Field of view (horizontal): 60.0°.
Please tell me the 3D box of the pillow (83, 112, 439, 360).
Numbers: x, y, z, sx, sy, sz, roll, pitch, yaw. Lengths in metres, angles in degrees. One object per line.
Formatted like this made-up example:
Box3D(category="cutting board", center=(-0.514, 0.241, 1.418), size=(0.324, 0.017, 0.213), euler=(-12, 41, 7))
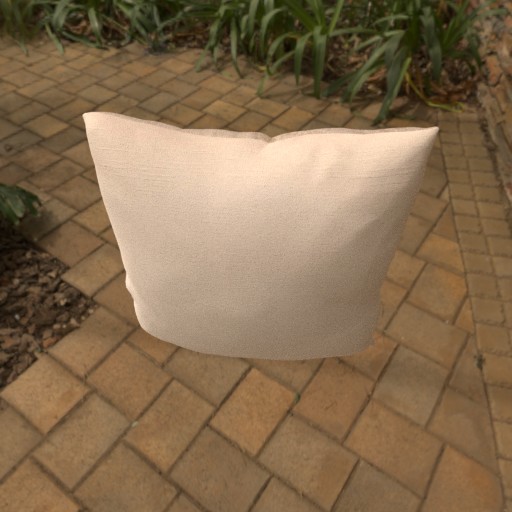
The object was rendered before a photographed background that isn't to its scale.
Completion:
Box3D(category="pillow", center=(0.000, 0.000, 0.691), size=(0.450, 0.448, 0.245), euler=(5, 45, 5))
